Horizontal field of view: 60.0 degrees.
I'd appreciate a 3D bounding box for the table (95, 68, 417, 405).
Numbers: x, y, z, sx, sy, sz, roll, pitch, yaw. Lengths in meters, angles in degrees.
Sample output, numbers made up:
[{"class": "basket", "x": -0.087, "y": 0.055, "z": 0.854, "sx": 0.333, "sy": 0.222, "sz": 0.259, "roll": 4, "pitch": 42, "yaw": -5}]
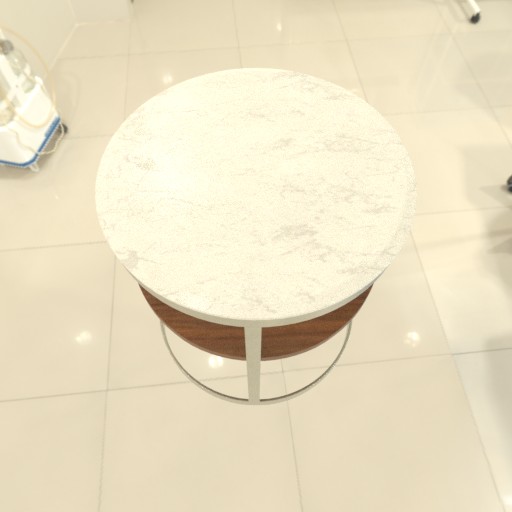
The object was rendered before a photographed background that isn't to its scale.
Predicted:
[{"class": "table", "x": 0.000, "y": 0.000, "z": 0.758, "sx": 0.407, "sy": 0.447, "sz": 0.407, "roll": 0, "pitch": 60, "yaw": 0}]
